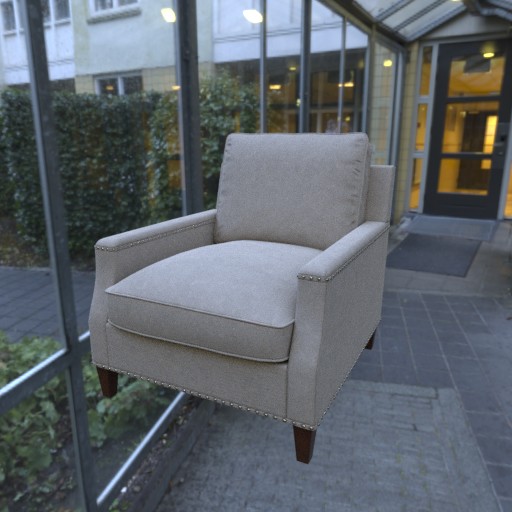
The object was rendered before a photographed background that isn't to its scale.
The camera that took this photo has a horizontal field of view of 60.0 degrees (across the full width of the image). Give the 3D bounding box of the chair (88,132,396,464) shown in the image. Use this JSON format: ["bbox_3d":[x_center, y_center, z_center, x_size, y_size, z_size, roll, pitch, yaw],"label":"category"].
[{"bbox_3d":[0.000,0.000,1.733,0.853,0.943,1.014,7,16,26],"label":"chair"}]
